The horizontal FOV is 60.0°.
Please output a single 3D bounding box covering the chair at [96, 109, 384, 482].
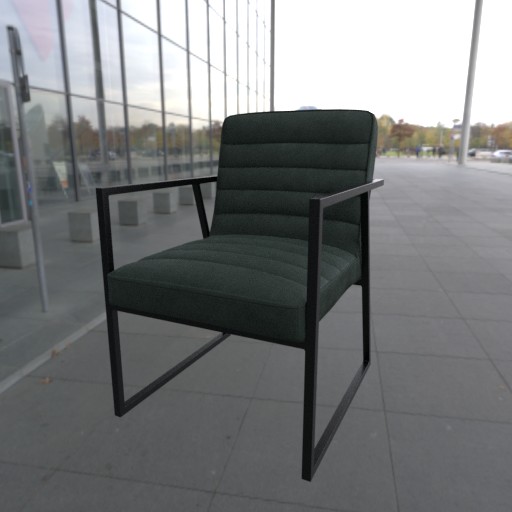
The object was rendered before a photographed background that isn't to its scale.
[{"bbox_3d":[0.000,0.000,1.267,0.571,0.833,0.677,7,15,26],"label":"chair"}]
